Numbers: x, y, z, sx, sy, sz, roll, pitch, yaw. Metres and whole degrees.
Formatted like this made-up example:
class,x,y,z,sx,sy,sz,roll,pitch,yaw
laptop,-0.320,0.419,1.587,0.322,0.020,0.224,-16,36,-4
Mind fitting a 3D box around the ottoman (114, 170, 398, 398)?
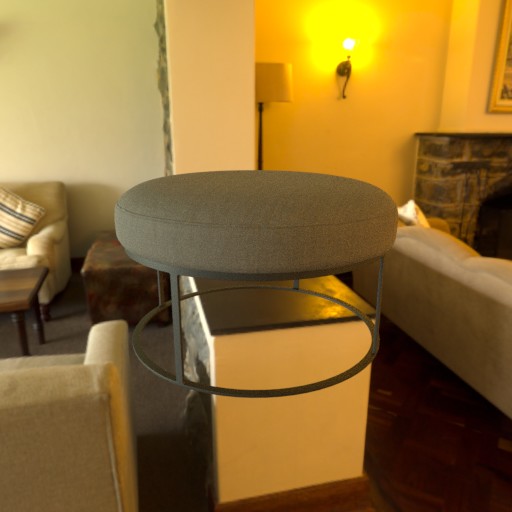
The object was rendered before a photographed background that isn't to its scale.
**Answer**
class,x,y,z,sx,sy,sz,roll,pitch,yaw
ottoman,0.000,0.000,1.295,0.772,0.460,0.772,0,16,0
